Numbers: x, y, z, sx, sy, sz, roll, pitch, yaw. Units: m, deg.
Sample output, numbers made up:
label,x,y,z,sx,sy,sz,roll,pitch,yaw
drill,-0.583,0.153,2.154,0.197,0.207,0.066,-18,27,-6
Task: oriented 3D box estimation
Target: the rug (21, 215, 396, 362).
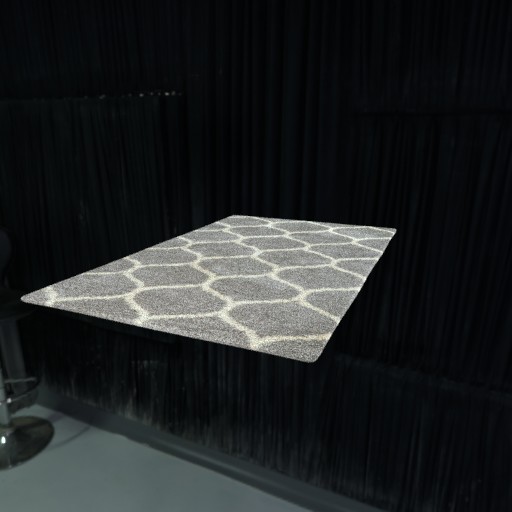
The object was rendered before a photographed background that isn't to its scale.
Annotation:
label,x,y,z,sx,sy,sz,roll,pitch,yaw
rug,0.000,0.000,2.913,1.501,0.025,2.348,7,17,23
